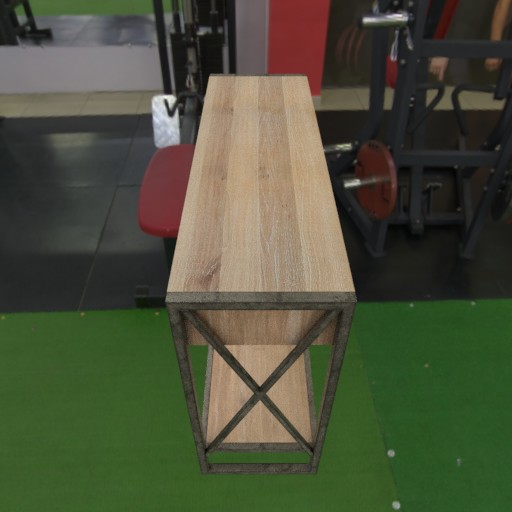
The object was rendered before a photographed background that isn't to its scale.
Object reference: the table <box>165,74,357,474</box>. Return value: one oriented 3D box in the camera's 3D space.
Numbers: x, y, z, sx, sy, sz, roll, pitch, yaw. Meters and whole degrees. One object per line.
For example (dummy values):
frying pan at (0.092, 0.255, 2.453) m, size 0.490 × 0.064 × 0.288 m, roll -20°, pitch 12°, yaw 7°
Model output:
table at (0.000, 0.000, 1.427) m, size 0.361 × 0.763 × 1.059 m, roll 0°, pitch 43°, yaw 0°
